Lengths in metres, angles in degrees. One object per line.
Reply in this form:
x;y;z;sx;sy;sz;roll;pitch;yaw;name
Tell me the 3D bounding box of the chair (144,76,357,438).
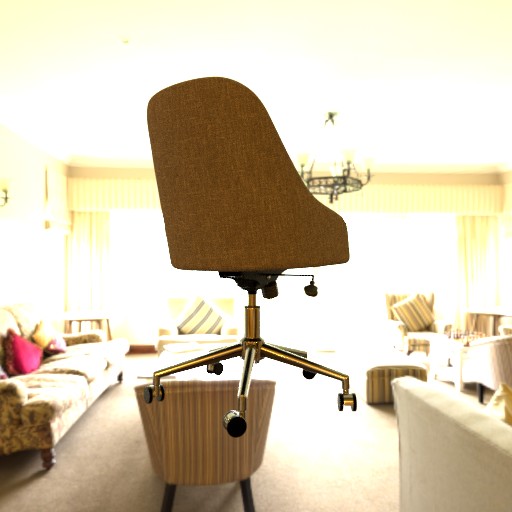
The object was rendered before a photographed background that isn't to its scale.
0.000;0.000;1.485;0.671;0.950;0.712;0;-1;36;chair
